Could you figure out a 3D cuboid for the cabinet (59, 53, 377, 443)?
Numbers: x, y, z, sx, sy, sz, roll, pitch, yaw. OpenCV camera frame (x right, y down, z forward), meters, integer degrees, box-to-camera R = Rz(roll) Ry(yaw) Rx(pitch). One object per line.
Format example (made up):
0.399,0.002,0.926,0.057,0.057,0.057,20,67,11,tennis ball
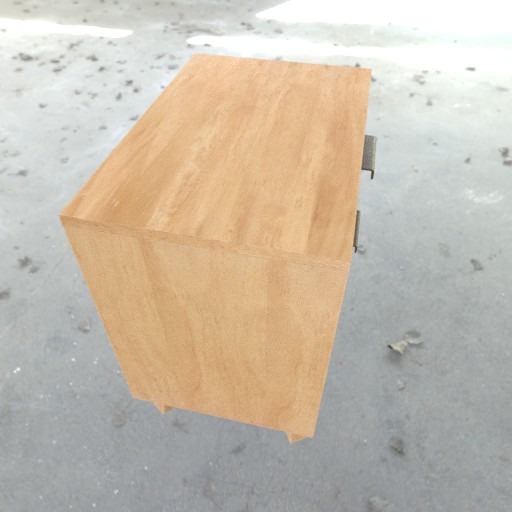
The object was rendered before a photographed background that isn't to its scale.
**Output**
0.000,0.000,0.937,0.394,0.599,0.551,9,46,9,cabinet
